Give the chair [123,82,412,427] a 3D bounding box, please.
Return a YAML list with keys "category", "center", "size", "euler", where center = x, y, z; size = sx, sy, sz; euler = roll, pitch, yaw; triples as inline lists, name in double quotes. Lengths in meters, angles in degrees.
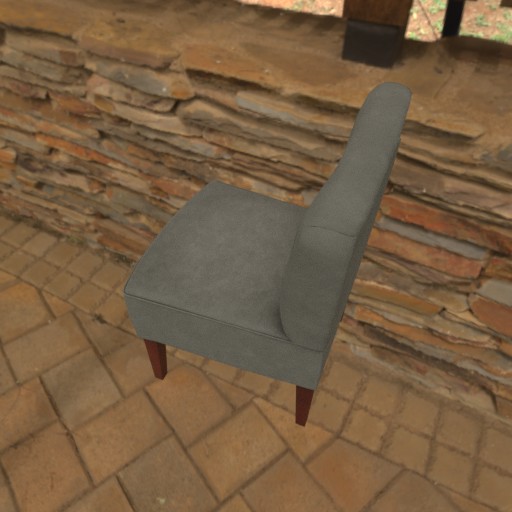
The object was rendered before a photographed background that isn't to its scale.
- category: "chair"
  center: [0.000, 0.000, 1.152]
  size: [0.554, 0.806, 0.521]
  euler: [17, 48, 16]
